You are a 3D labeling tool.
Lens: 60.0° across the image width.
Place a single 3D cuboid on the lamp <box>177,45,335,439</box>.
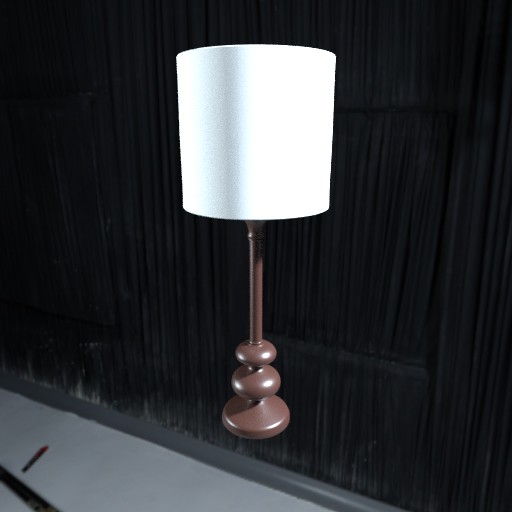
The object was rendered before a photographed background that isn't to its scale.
[{"bbox_3d":[0.000,0.000,0.811,0.254,0.690,0.254,8,18,25],"label":"lamp"}]
